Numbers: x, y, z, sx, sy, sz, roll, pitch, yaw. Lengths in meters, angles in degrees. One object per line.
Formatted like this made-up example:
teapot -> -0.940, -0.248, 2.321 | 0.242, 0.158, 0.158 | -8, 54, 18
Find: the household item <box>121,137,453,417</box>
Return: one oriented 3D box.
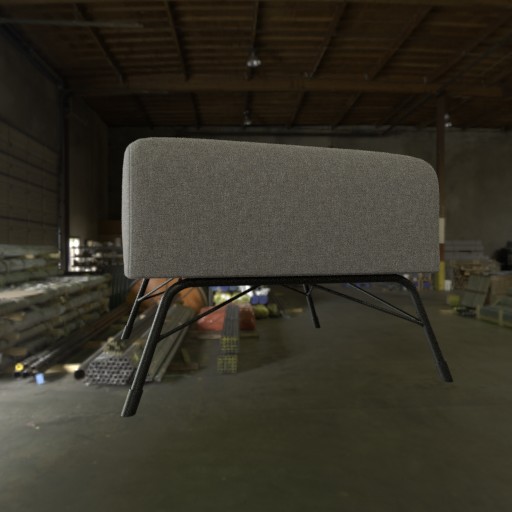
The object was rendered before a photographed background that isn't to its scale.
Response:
household item -> 0.000, 0.000, 0.905 | 0.530, 0.410, 0.530 | 0, 1, -17
